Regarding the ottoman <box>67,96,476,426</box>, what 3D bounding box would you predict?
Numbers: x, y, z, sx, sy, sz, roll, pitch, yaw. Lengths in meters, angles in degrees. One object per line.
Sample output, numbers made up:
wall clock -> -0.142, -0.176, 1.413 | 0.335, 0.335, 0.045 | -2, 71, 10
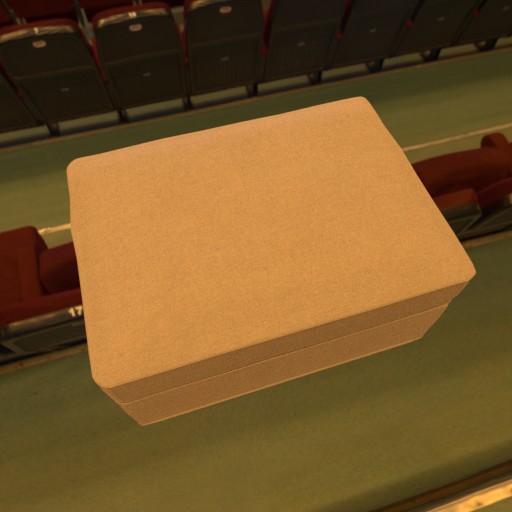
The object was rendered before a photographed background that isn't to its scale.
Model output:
ottoman -> 0.000, 0.000, 1.220 | 0.846, 0.503, 0.617 | -15, 61, -9
